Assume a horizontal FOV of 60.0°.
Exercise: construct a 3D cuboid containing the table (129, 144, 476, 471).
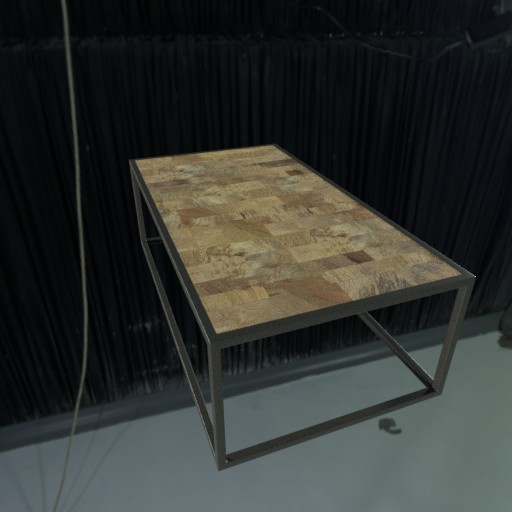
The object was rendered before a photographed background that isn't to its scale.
[{"bbox_3d":[0.000,0.000,1.524,0.649,0.398,1.199,-11,32,-18],"label":"table"}]
